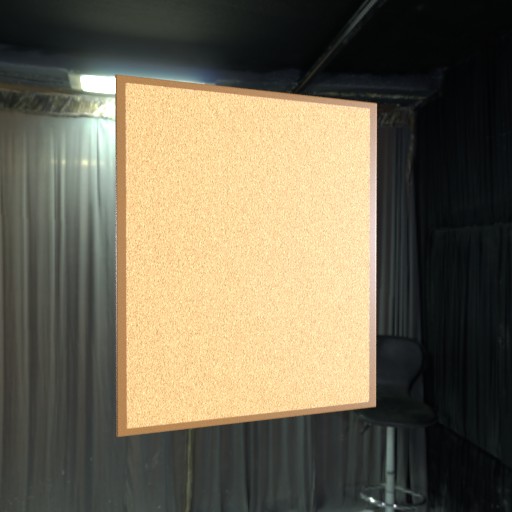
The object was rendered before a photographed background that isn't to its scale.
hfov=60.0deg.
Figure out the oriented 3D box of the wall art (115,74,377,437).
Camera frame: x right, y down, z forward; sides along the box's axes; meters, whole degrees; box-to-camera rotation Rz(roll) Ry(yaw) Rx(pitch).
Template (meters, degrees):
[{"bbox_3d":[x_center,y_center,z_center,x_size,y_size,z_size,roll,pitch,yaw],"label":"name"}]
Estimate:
[{"bbox_3d":[0.000,0.000,0.513,0.310,0.379,0.015,0,1,-17],"label":"wall art"}]
